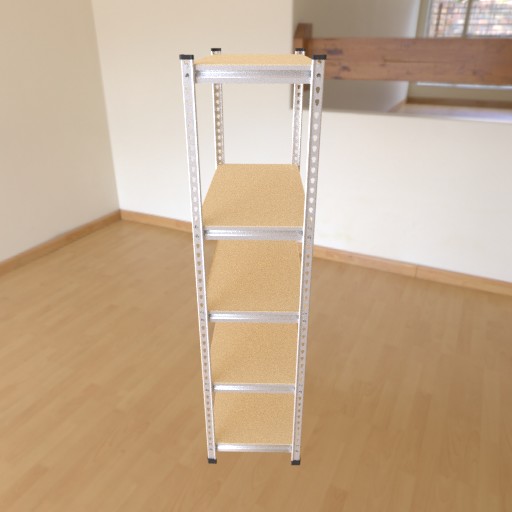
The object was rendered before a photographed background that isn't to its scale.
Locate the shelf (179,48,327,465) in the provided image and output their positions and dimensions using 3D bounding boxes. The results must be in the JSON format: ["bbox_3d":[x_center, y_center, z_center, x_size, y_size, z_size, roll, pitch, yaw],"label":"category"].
[{"bbox_3d":[0.000,0.000,2.175,0.457,1.829,0.914,1,26,1],"label":"shelf"}]
